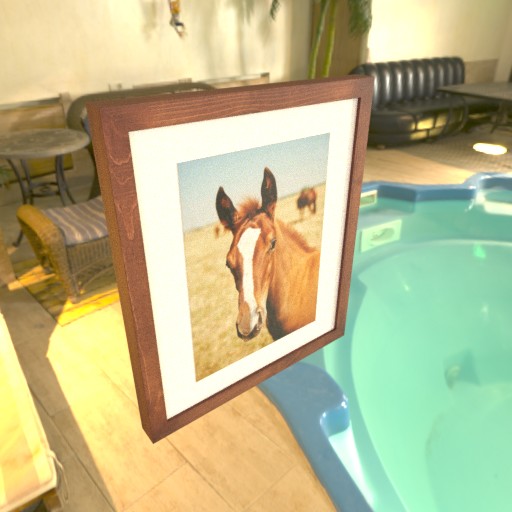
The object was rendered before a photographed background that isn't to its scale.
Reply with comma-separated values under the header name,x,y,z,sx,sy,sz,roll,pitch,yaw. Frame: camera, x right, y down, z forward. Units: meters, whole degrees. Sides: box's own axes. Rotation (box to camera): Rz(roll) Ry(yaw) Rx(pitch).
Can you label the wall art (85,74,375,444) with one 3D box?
name,x,y,z,sx,sy,sz,roll,pitch,yaw
wall art,0.000,0.000,0.531,0.330,0.381,0.030,-20,34,-33
